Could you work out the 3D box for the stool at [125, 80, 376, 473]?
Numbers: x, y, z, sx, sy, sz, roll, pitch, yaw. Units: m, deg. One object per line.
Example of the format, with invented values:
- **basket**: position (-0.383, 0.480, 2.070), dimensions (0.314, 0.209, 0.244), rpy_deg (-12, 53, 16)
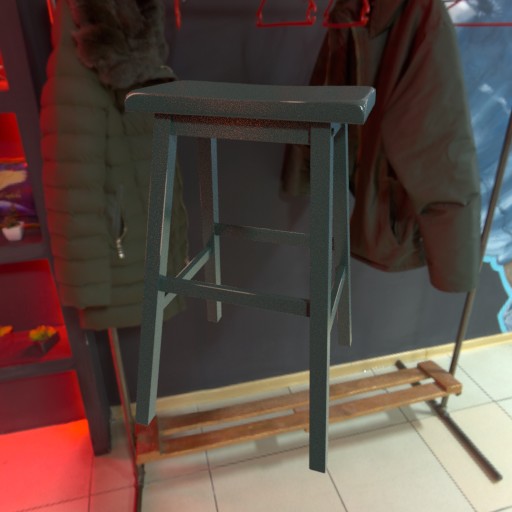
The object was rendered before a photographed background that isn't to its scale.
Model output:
- **stool**: position (0.000, 0.000, 1.037), dimensions (0.457, 0.737, 0.476), rpy_deg (8, 28, 16)
